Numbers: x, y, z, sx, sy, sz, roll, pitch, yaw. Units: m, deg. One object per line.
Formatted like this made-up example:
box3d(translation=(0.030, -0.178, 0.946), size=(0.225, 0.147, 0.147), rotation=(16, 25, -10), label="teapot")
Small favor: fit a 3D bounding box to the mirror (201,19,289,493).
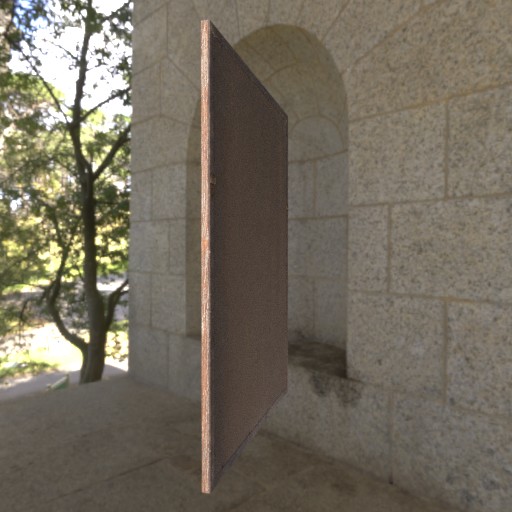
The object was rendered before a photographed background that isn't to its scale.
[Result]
box3d(translation=(0.000, 0.000, 1.267), size=(0.025, 0.996, 0.705), rotation=(0, 1, 17), label="mirror")
